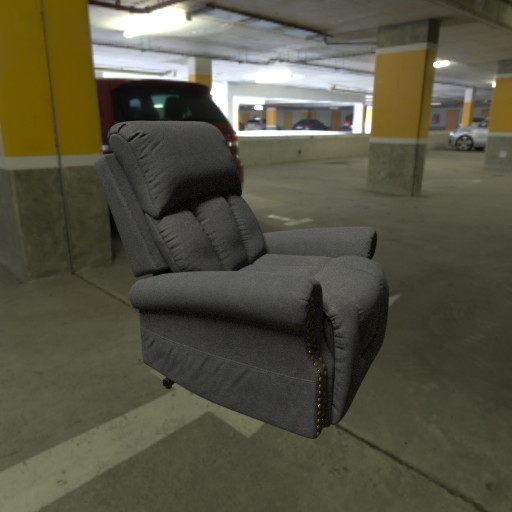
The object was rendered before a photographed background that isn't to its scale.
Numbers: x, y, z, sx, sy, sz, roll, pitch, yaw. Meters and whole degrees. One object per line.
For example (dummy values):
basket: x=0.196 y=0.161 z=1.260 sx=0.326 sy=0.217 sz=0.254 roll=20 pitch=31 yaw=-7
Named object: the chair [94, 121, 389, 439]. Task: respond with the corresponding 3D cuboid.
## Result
chair: x=0.000 y=0.000 z=1.767 sx=0.979 sy=1.031 sz=0.871 roll=8 pitch=19 yaw=26
